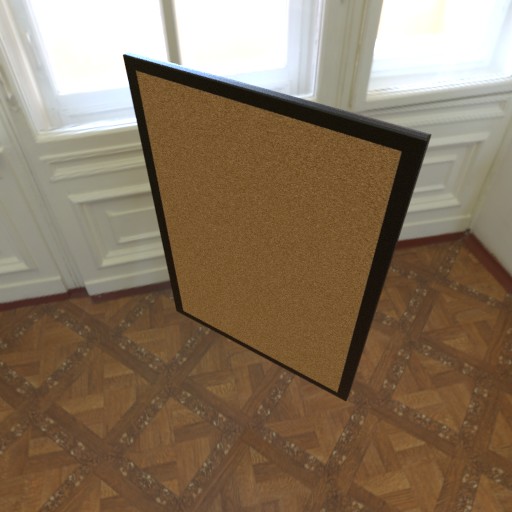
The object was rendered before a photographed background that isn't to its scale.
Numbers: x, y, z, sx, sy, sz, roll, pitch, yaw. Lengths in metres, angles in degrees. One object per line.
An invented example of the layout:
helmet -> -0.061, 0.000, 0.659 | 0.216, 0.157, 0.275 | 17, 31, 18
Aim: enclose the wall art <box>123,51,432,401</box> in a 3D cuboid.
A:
wall art -> 0.000, 0.000, 0.844 | 0.480, 0.657, 0.016 | 24, 50, 21
